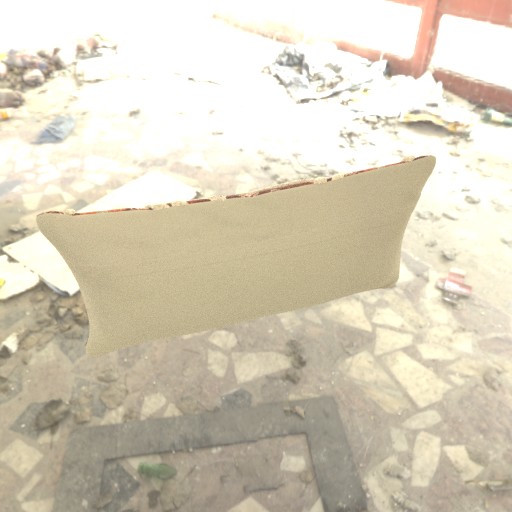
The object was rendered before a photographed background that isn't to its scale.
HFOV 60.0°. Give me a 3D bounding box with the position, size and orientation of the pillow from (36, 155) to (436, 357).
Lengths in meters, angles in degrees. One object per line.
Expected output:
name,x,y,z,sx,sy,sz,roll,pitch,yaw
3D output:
pillow,0.000,0.000,0.740,0.608,0.295,0.161,-11,41,-13
